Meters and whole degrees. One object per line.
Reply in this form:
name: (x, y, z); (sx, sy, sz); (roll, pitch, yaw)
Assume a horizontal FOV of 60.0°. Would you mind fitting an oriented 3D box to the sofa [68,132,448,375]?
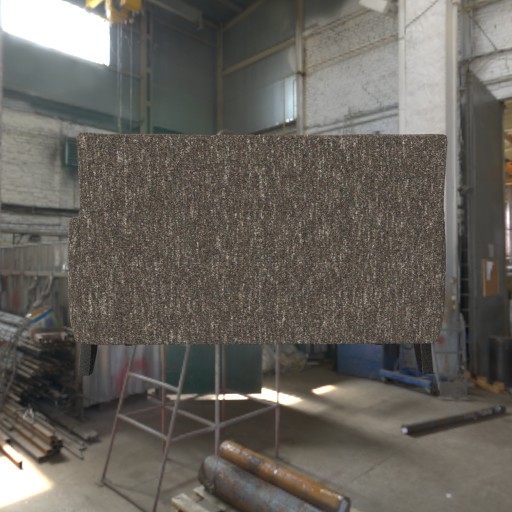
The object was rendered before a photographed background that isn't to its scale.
sofa: (0.000, 0.000, 2.058); (1.519, 0.946, 0.801); (0, -1, -1)
